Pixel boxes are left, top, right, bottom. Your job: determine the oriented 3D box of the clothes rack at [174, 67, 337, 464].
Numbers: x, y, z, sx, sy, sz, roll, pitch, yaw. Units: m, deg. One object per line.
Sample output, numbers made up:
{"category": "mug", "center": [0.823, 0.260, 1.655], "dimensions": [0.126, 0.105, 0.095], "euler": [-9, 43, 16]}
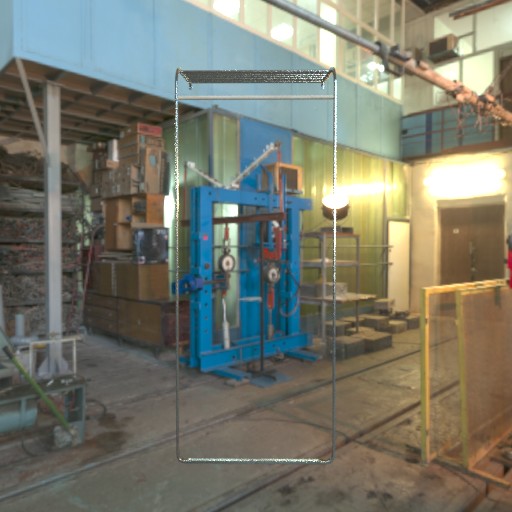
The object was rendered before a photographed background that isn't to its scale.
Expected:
{"category": "clothes rack", "center": [0.000, 0.000, 1.839], "dimensions": [0.609, 1.574, 0.349], "euler": [0, 1, 1]}
